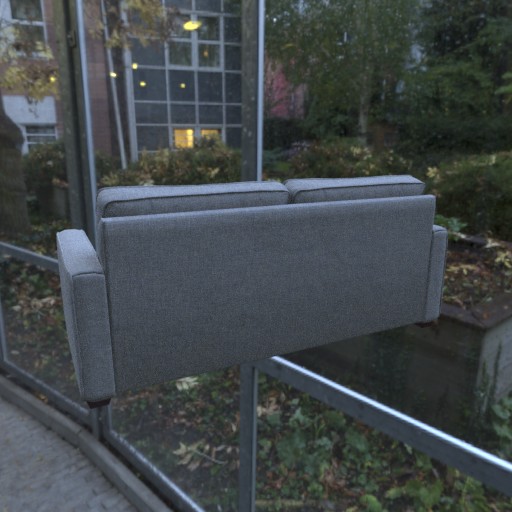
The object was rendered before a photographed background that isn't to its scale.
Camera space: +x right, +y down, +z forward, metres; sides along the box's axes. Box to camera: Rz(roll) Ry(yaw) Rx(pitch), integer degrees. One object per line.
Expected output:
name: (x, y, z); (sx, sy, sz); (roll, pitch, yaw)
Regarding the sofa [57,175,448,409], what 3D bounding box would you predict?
sofa: (0.000, 0.000, 2.562); (2.078, 0.918, 0.945); (-7, 16, -25)
